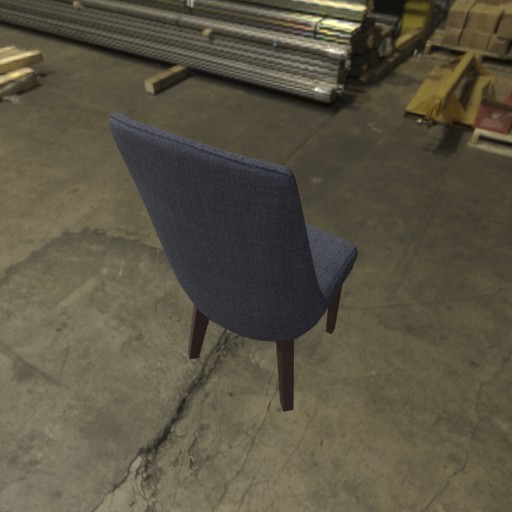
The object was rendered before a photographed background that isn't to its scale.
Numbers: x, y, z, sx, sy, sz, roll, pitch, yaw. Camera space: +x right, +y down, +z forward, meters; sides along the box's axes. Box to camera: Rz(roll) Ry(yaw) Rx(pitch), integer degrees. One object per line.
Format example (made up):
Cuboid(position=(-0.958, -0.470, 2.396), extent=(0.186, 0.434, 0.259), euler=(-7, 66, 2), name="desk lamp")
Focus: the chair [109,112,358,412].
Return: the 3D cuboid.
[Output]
Cuboid(position=(0.000, 0.000, 1.328), extent=(0.510, 1.050, 0.577), euler=(23, 49, 22), name="chair")
